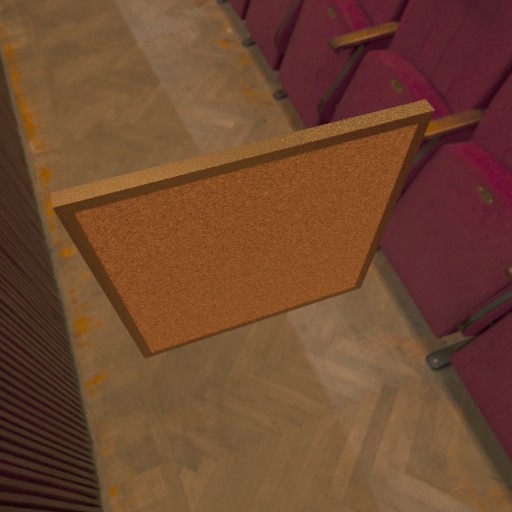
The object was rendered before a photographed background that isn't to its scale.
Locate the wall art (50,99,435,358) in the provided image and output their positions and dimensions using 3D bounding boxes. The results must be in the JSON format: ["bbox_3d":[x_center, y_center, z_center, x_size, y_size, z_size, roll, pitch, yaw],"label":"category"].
[{"bbox_3d":[0.000,0.000,1.173,0.767,0.765,0.036,-17,59,-10],"label":"wall art"}]
